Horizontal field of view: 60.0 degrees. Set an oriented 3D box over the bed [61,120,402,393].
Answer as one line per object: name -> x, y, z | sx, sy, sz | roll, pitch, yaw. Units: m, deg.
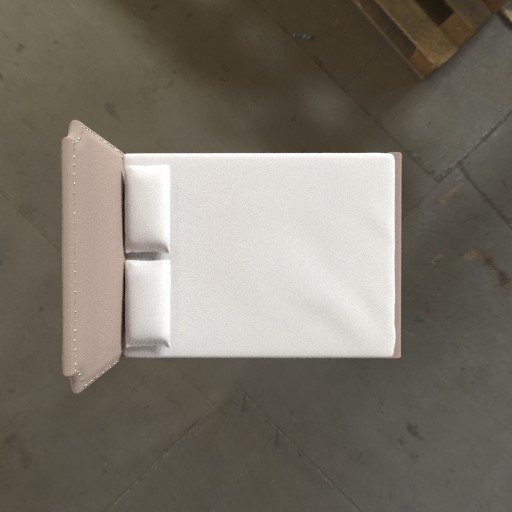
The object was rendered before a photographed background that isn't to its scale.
bed -> 0.000, 0.000, 3.353 | 2.372, 1.443, 1.713 | 0, 91, 0
